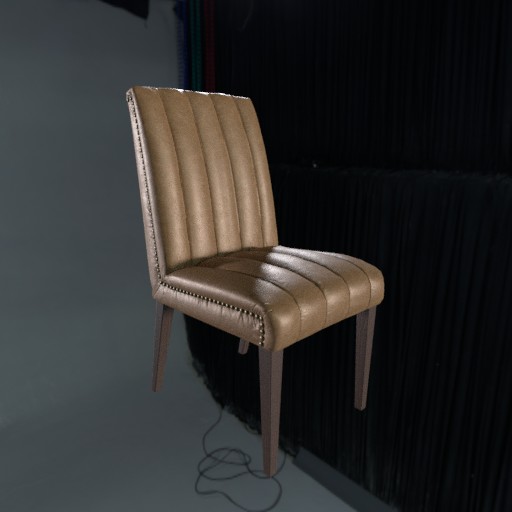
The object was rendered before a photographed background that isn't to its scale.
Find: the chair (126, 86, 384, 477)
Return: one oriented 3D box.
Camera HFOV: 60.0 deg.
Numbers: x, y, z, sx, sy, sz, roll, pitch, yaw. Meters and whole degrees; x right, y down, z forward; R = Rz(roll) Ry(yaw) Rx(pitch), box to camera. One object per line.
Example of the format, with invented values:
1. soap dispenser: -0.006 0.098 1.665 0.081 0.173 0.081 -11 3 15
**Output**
1. chair: 0.000 0.000 1.384 0.511 1.016 0.647 -13 19 -43
